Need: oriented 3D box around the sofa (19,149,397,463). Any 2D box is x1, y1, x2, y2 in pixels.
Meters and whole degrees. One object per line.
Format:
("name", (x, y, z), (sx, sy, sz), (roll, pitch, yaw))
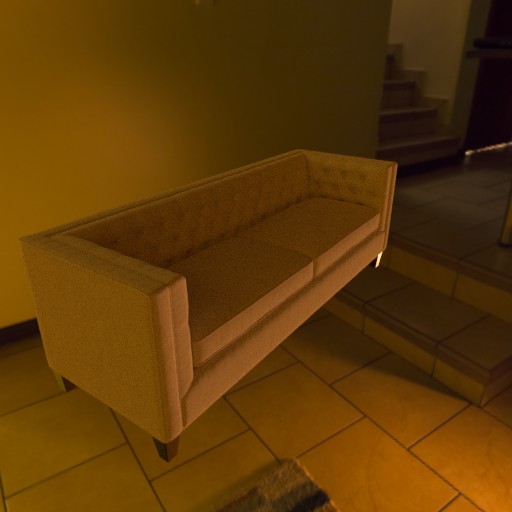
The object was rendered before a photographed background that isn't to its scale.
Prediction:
("sofa", (0.000, 0.000, 2.487), (0.775, 0.762, 2.159), (17, 30, 32))
